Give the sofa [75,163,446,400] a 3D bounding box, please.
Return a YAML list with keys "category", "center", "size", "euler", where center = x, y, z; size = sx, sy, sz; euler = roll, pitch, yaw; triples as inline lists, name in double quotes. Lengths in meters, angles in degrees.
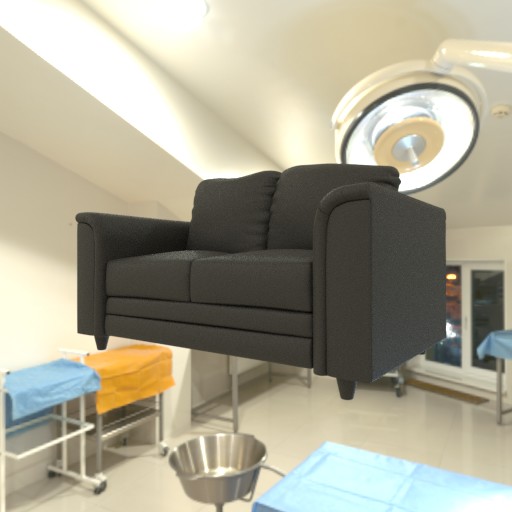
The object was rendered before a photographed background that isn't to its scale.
- category: "sofa"
  center: [0.000, 0.000, 1.949]
  size: [1.386, 0.845, 0.887]
  euler: [0, 0, 36]
